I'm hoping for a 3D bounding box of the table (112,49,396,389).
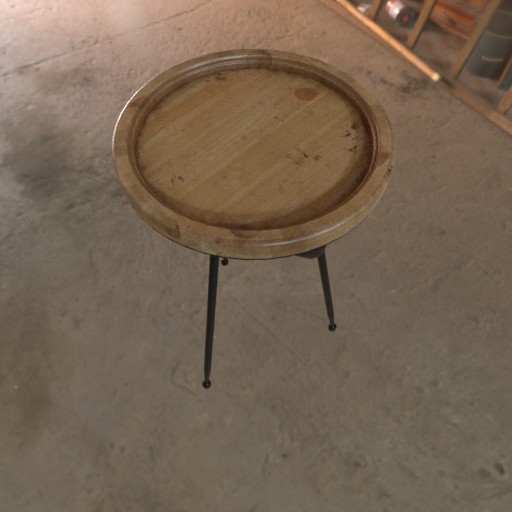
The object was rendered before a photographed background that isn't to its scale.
[{"bbox_3d":[0.000,0.000,0.919,0.418,0.664,0.414,15,58,10],"label":"table"}]
